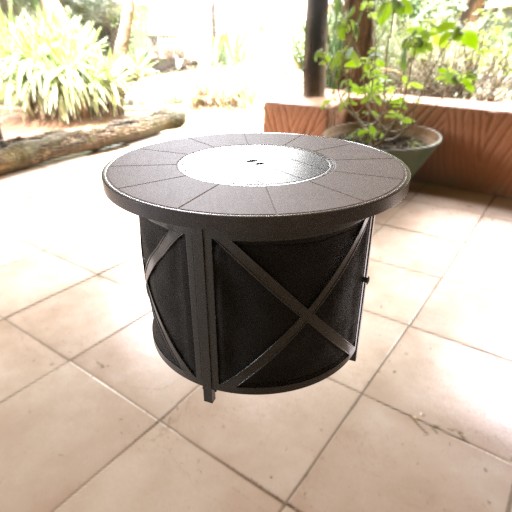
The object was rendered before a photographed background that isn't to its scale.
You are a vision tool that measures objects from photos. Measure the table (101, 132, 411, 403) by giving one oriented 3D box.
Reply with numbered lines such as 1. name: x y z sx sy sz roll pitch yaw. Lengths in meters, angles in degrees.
1. table: 0.000 0.000 1.518 0.914 0.650 0.914 0 27 0
